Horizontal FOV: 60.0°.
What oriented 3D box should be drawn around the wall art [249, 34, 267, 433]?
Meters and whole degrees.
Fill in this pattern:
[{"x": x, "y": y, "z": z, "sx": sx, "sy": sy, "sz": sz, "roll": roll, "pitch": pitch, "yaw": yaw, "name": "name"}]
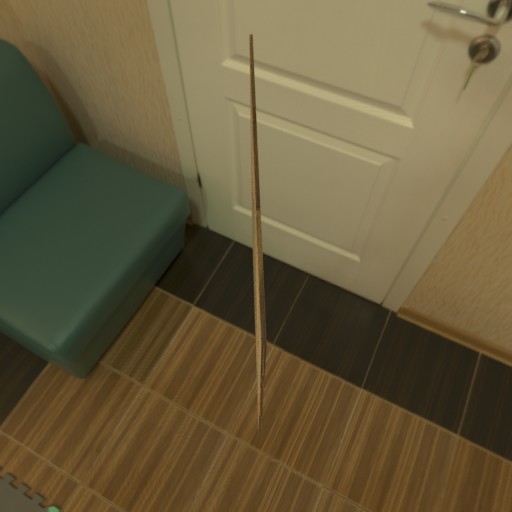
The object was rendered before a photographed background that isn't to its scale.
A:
[{"x": 0.000, "y": 0.000, "z": 1.873, "sx": 0.013, "sy": 1.213, "sz": 1.215, "roll": -2, "pitch": 59, "yaw": -1, "name": "wall art"}]
